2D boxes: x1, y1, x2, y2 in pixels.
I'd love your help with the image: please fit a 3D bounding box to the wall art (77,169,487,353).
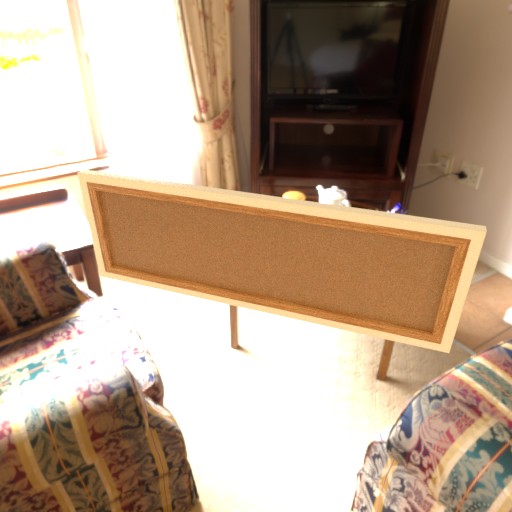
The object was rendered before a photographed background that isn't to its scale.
[{"bbox_3d":[0.000,0.000,1.728,1.520,0.507,0.044,10,33,16],"label":"wall art"}]
